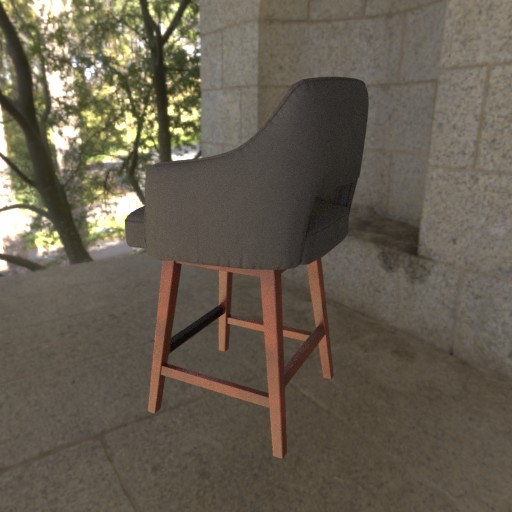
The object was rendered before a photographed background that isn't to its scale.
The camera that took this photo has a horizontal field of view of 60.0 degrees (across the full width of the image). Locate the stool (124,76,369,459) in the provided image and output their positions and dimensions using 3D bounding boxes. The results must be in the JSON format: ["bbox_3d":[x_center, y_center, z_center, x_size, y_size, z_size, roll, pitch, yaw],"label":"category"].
[{"bbox_3d":[0.000,0.000,1.253,0.558,0.912,0.548,8,19,25],"label":"stool"}]
